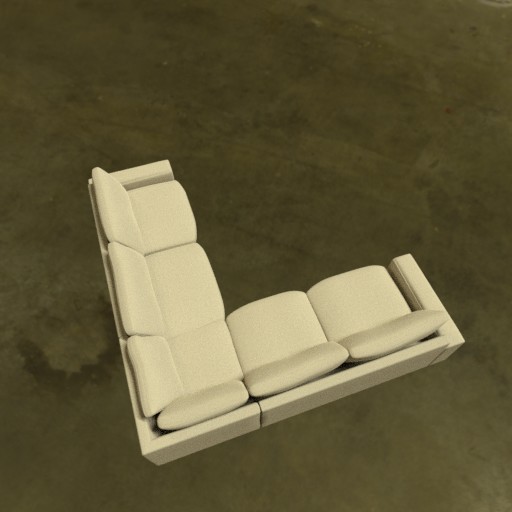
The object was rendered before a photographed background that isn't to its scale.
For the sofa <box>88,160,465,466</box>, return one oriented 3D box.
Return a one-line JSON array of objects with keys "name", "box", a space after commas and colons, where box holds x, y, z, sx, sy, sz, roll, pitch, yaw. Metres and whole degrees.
[{"name": "sofa", "box": [0.000, 0.000, 4.779, 3.066, 0.918, 3.206, -17, 60, -10]}]
